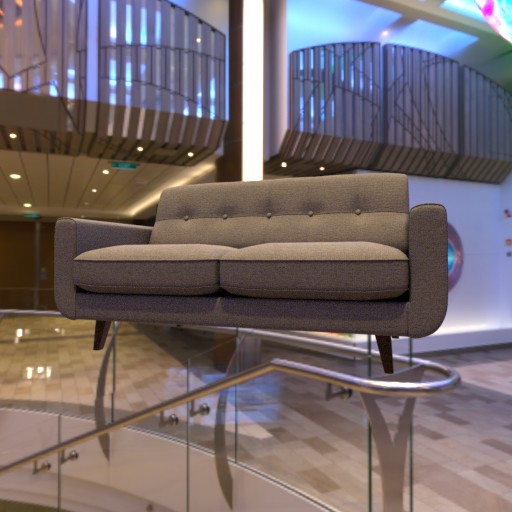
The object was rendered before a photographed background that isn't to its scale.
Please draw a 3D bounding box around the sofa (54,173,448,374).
[{"bbox_3d":[0.000,0.000,2.122,1.631,0.841,0.909,0,-1,19],"label":"sofa"}]
